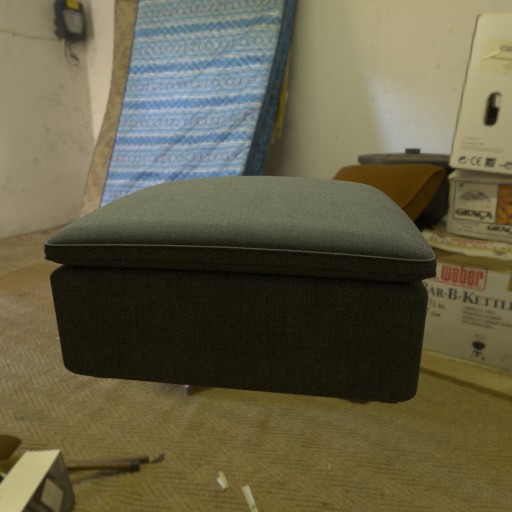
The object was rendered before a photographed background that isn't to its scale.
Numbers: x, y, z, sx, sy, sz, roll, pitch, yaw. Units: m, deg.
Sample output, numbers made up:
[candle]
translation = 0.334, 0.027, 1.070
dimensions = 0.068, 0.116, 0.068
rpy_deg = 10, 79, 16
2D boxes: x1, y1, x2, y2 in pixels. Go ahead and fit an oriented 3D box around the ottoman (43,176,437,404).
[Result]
[ottoman]
translation = 0.000, 0.000, 1.674
dimensions = 1.067, 0.559, 1.067
rpy_deg = 2, 17, 8
